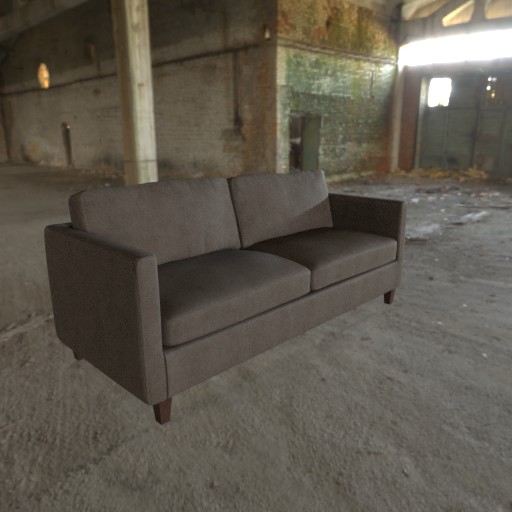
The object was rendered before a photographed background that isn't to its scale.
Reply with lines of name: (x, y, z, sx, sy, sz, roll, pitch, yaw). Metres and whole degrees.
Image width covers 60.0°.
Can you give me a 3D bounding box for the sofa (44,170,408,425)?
sofa: (0.000, 0.000, 2.774, 0.951, 0.965, 2.208, 14, 21, 43)
